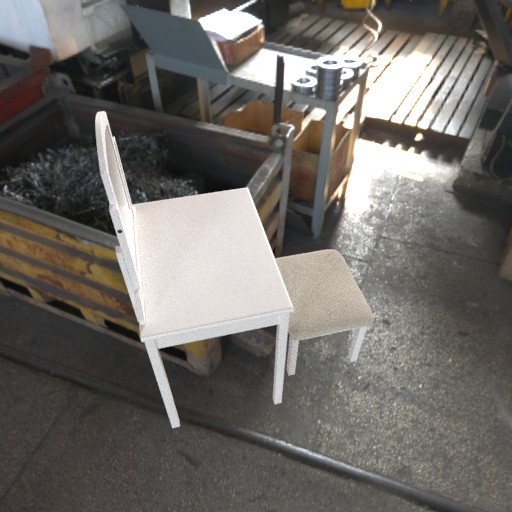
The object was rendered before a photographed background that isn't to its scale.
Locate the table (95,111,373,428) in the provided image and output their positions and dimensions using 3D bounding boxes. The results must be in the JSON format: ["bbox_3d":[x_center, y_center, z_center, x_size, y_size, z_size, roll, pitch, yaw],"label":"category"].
[{"bbox_3d":[0.000,0.000,2.236,1.211,1.631,0.876,-10,47,-9],"label":"table"}]
